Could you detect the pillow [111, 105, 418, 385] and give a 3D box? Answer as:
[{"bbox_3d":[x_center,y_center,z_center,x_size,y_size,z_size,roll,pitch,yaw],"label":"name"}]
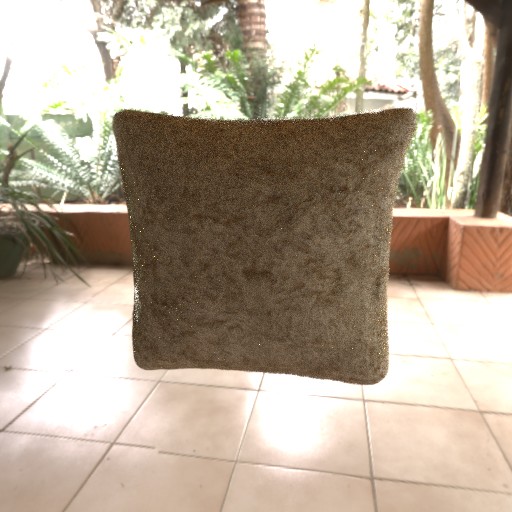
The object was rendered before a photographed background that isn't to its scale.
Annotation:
[{"bbox_3d":[0.000,0.000,0.809,0.538,0.525,0.216,2,14,9],"label":"pillow"}]
